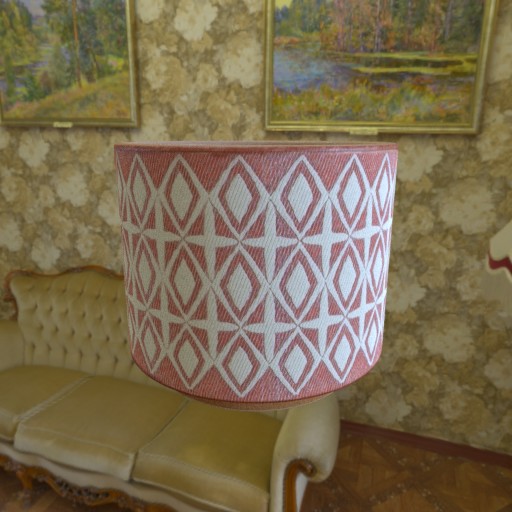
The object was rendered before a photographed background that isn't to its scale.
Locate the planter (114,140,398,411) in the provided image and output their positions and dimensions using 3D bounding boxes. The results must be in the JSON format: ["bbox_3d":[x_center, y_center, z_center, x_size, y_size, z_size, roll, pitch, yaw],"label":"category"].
[{"bbox_3d":[0.000,0.000,0.476,0.273,0.237,0.273,0,15,0],"label":"planter"}]
